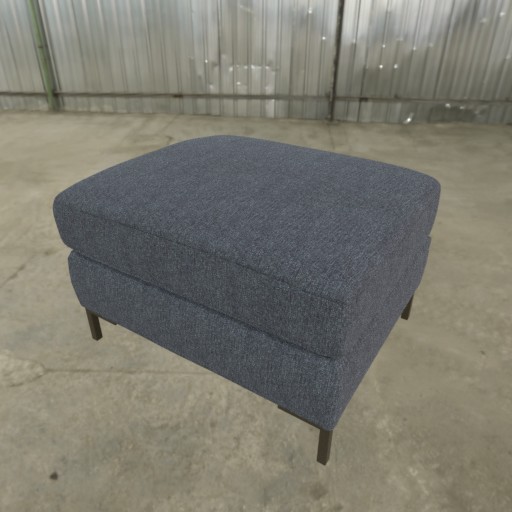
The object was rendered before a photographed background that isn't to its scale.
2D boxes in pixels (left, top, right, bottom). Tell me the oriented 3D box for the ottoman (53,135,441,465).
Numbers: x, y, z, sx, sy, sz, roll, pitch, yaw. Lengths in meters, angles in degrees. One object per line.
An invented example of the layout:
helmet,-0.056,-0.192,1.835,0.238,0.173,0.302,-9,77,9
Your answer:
ottoman,0.000,0.000,1.289,0.831,0.533,0.695,18,35,28
